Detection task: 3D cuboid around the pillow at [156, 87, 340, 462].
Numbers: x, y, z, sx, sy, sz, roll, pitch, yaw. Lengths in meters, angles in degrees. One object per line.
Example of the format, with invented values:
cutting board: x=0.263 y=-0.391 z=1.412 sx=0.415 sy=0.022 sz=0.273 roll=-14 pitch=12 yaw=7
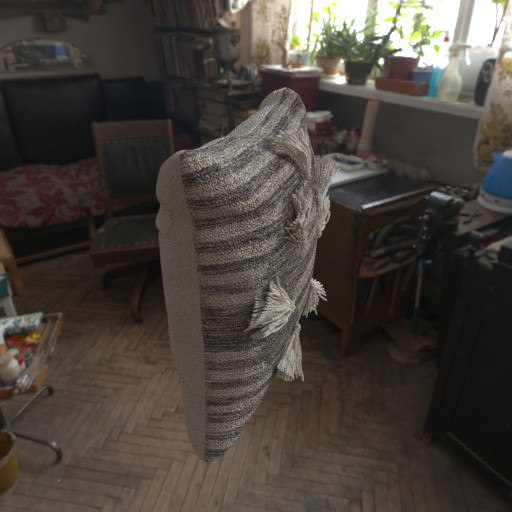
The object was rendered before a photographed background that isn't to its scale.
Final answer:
pillow: x=0.000 y=0.000 z=0.766 sx=0.234 sy=0.490 sz=0.484 roll=8 pitch=30 yaw=14
